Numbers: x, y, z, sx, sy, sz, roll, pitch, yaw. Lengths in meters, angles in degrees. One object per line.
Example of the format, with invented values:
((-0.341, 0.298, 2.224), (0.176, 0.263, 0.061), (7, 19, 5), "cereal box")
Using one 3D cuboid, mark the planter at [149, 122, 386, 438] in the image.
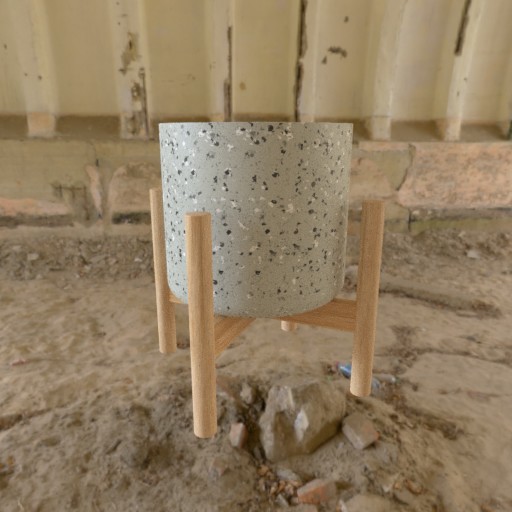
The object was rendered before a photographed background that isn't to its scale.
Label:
((0.000, 0.000, 0.561), (0.284, 0.320, 0.284), (-15, 22, -43), "planter")
